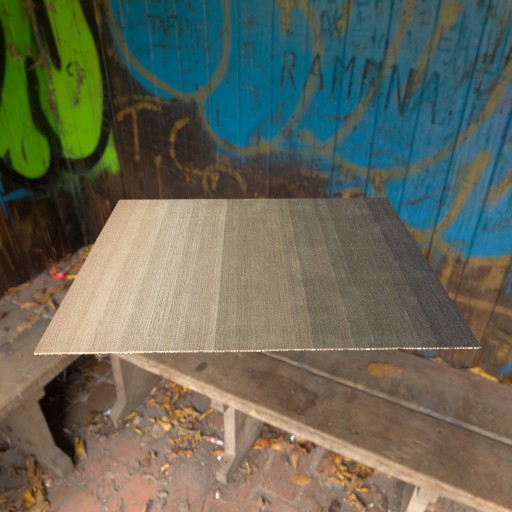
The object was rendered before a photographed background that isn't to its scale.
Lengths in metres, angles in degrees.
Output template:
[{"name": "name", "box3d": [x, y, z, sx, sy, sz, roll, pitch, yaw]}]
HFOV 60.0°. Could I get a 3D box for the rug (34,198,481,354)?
[{"name": "rug", "box3d": [0.000, 0.000, 3.868, 2.932, 0.015, 2.315, -1, 32, -1]}]
